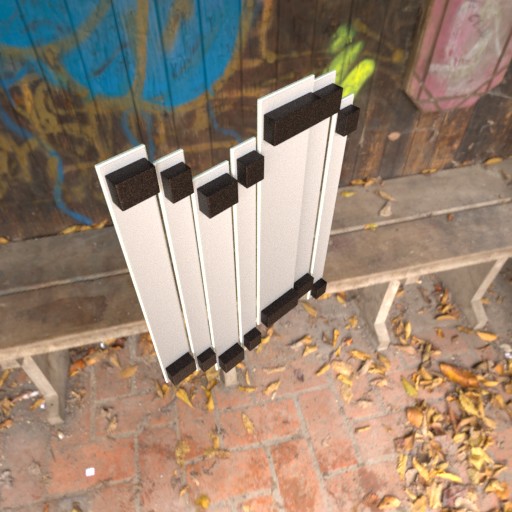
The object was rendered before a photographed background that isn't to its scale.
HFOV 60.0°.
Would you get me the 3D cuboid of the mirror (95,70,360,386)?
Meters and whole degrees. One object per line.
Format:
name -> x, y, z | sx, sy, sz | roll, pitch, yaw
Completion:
mirror -> 0.000, 0.000, 0.808 | 0.445, 0.611, 0.058 | -34, 56, -27
